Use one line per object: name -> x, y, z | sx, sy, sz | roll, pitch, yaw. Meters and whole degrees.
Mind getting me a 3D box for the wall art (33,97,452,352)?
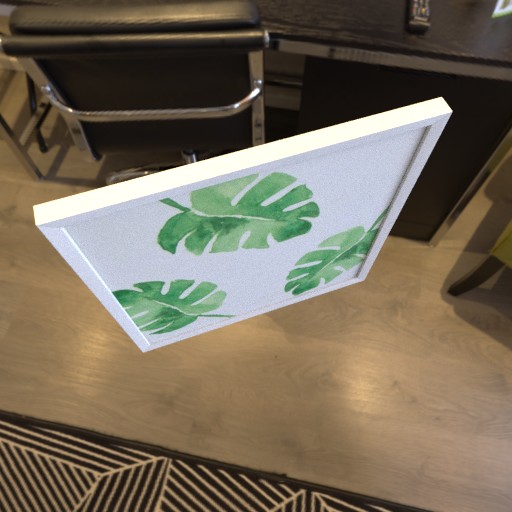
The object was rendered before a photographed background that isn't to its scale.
wall art -> 0.000, 0.000, 1.114 | 0.762, 0.762, 0.040 | -17, 64, -9
